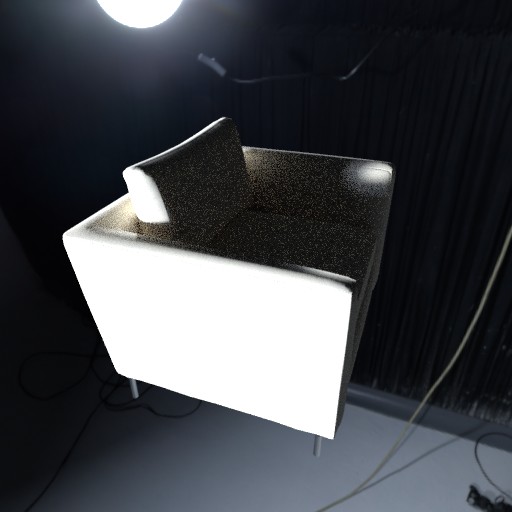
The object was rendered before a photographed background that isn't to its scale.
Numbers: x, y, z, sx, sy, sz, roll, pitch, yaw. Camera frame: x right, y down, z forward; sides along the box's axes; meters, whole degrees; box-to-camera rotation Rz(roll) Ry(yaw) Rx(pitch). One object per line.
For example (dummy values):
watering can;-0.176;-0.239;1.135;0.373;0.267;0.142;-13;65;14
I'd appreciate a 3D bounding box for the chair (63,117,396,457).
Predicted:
chair;0.000;0.000;1.713;0.889;0.865;1.041;11;32;18
